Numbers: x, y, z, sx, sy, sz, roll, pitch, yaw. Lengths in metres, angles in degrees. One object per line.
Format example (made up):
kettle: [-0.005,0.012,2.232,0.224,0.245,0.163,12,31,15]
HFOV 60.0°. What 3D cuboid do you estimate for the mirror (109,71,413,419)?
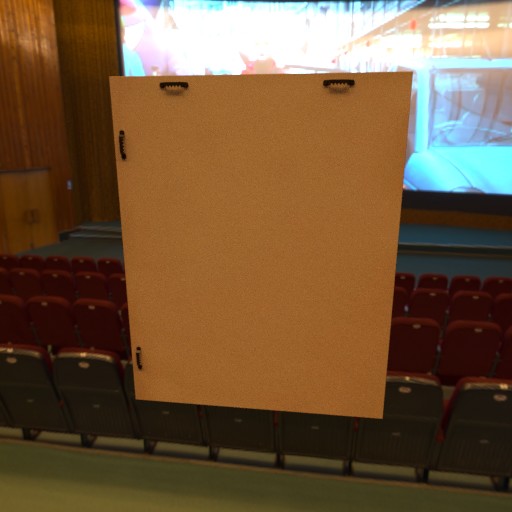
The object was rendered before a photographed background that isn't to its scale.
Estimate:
mirror: [0.000,0.000,0.668,0.405,0.508,0.041,2,16,7]
